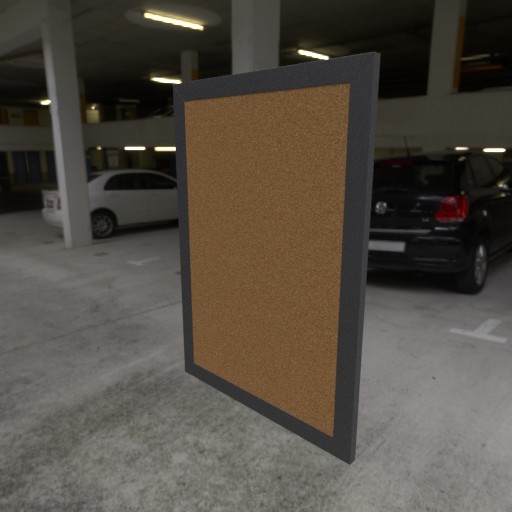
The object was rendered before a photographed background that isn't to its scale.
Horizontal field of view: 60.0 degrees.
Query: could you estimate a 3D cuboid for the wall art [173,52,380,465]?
[{"bbox_3d":[0.000,0.000,0.688,0.380,0.534,0.013,13,19,43],"label":"wall art"}]
